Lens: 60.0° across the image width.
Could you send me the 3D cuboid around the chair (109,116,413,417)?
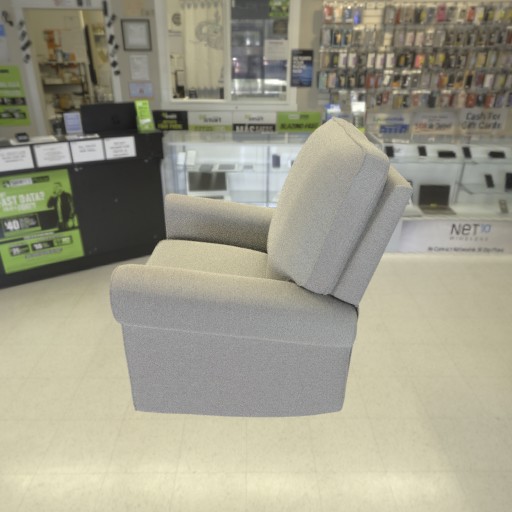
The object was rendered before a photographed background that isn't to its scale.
[{"bbox_3d":[0.000,0.000,1.690,0.878,0.960,0.890,1,26,2],"label":"chair"}]
